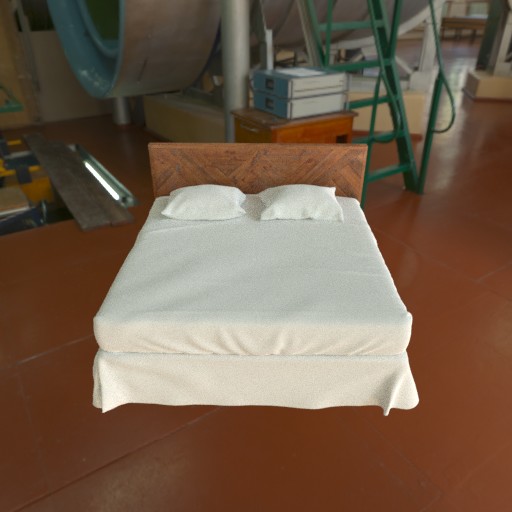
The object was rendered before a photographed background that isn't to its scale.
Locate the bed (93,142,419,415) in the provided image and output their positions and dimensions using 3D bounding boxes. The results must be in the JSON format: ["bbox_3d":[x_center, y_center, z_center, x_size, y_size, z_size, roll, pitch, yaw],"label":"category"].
[{"bbox_3d":[0.000,0.000,3.493,2.255,1.158,2.165,0,31,1],"label":"bed"}]
